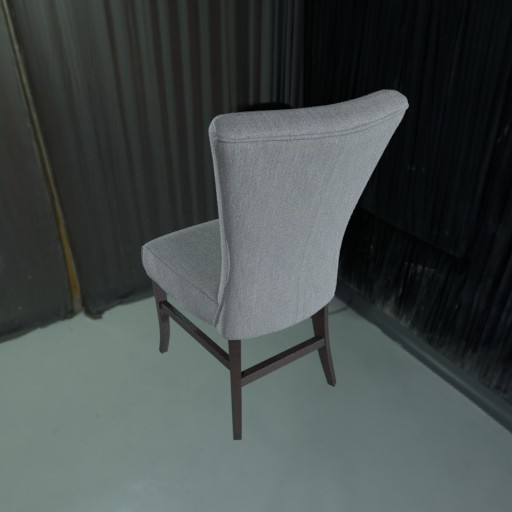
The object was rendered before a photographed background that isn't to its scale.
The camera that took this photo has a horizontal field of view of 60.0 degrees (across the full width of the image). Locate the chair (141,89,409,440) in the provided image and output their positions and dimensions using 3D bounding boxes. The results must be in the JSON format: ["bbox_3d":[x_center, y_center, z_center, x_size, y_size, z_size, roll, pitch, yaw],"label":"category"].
[{"bbox_3d":[0.000,0.000,1.351,0.520,0.991,0.660,-19,36,-28],"label":"chair"}]
